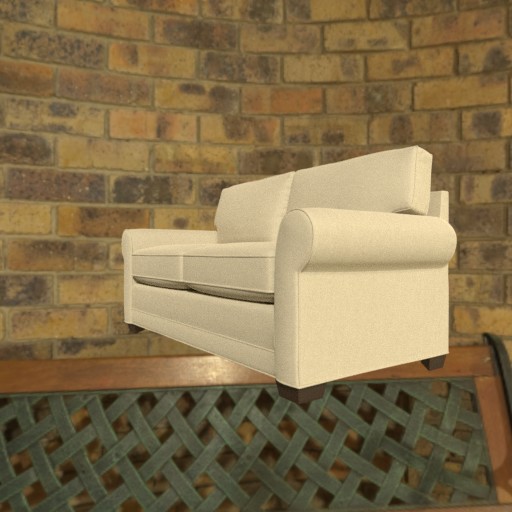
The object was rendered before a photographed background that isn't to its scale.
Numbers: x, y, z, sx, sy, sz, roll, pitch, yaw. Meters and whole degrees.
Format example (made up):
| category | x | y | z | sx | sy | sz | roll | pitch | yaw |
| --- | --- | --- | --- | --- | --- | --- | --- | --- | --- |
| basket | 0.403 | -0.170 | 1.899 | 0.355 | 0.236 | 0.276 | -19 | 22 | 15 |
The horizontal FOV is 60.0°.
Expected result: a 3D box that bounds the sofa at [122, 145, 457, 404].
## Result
| category | x | y | z | sx | sy | sz | roll | pitch | yaw |
| --- | --- | --- | --- | --- | --- | --- | --- | --- | --- |
| sofa | 0.000 | 0.000 | 2.284 | 0.861 | 0.933 | 1.774 | 0 | 1 | -35 |
